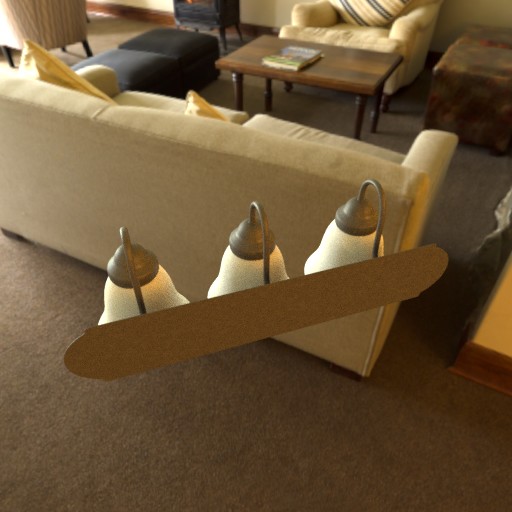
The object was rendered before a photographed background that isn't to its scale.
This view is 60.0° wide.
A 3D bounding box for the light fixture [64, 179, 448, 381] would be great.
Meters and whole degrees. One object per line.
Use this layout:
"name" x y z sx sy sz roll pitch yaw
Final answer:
"light fixture" 0.000 0.000 0.723 0.610 0.222 0.199 -13 43 -14
